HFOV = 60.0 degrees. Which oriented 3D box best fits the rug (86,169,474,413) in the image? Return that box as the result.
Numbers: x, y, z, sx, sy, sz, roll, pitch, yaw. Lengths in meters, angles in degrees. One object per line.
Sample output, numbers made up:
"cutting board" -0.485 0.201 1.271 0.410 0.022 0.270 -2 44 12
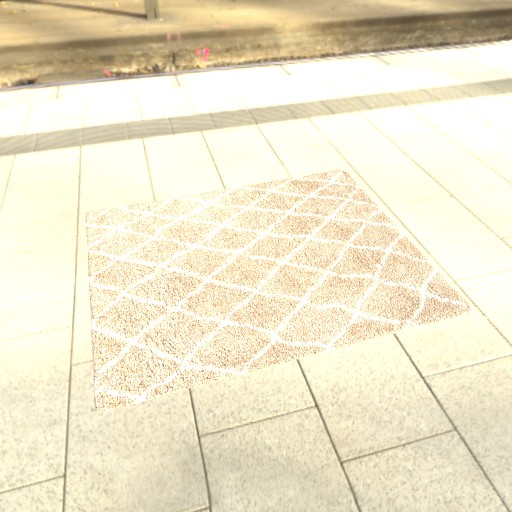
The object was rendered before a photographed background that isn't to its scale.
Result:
"rug" 0.000 0.000 4.204 3.047 0.029 2.438 -12 42 -13
